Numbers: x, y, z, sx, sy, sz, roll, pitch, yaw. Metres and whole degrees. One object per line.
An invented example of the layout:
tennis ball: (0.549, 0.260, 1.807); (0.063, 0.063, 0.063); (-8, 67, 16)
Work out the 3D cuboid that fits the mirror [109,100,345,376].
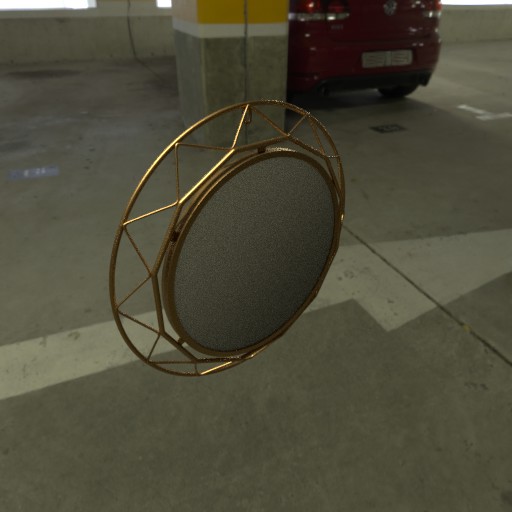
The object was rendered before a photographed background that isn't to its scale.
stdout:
mirror: (0.000, 0.000, 0.683); (0.454, 0.454, 0.043); (-23, 38, -33)
